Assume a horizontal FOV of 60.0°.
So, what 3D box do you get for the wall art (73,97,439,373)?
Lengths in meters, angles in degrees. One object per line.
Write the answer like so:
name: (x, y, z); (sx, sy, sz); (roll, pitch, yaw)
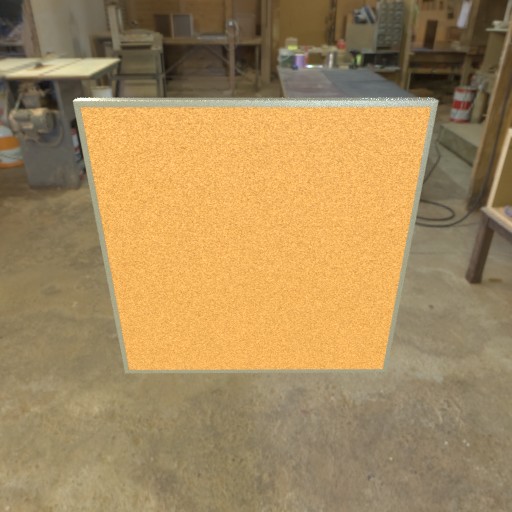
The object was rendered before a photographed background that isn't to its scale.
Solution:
wall art: (0.000, 0.000, 1.192); (0.809, 0.807, 0.038); (0, 29, 0)
